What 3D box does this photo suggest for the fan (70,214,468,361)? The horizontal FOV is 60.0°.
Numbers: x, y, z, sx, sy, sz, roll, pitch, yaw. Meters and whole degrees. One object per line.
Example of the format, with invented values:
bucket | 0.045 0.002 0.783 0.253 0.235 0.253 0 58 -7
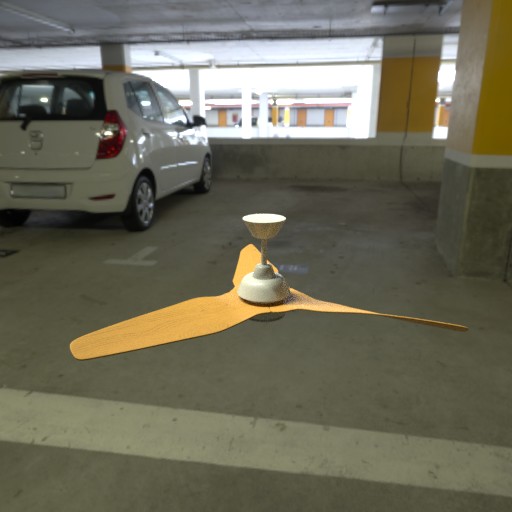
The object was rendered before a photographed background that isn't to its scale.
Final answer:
fan | 0.000 0.000 1.674 1.142 0.355 1.010 -2 17 -8
